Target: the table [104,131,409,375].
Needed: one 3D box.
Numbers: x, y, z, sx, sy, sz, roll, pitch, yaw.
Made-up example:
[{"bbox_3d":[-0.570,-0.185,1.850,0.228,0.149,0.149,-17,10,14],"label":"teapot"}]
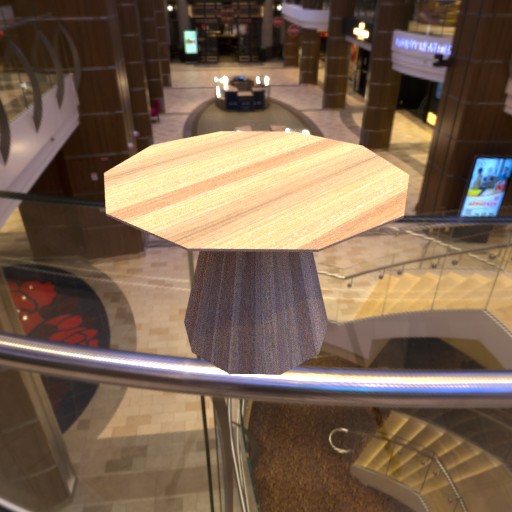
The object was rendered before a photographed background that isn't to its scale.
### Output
[{"bbox_3d":[0.000,0.000,1.922,1.186,0.752,1.186,0,32,0],"label":"table"}]
